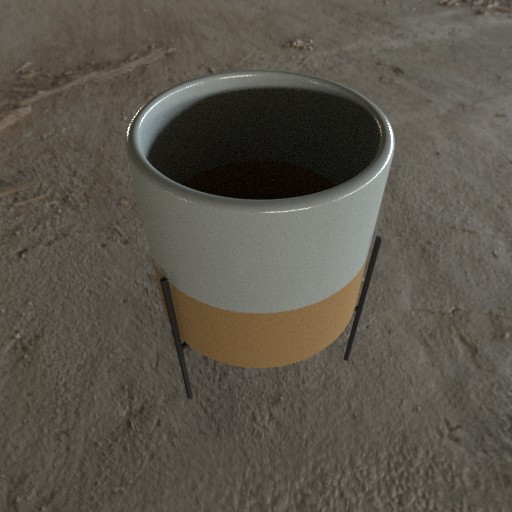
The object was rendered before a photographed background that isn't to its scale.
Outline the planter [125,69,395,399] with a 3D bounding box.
[{"bbox_3d":[0.000,0.000,0.655,0.310,0.432,0.310,-22,50,-20],"label":"planter"}]
